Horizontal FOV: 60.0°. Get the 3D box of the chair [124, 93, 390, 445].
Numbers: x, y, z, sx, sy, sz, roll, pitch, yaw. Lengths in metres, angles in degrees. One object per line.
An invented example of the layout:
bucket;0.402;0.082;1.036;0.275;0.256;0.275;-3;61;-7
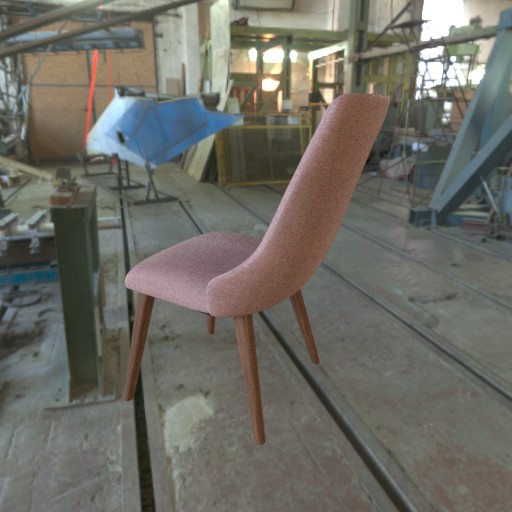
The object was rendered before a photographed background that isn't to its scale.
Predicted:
chair;0.000;0.000;1.352;0.707;0.918;0.535;9;20;26
